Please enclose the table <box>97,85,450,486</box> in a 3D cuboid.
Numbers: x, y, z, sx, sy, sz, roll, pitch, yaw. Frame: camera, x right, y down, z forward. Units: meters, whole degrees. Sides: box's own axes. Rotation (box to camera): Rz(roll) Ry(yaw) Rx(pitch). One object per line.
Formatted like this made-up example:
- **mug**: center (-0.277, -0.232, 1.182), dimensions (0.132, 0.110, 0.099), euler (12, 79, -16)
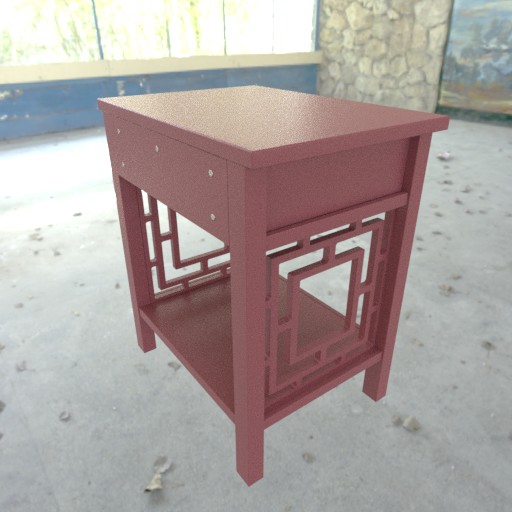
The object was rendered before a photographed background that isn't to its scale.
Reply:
- **table**: center (0.000, 0.000, 1.059), dimensions (0.451, 0.686, 0.599), euler (-19, 33, -32)
